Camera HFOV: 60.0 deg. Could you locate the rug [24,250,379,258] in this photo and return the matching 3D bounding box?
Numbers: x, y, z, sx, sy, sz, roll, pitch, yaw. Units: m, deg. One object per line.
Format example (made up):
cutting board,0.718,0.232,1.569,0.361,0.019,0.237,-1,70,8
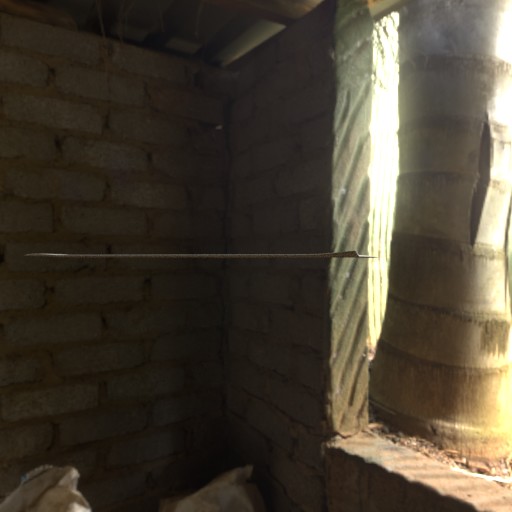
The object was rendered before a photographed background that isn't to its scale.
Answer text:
rug,0.000,0.000,2.391,1.214,0.023,1.947,0,0,17
